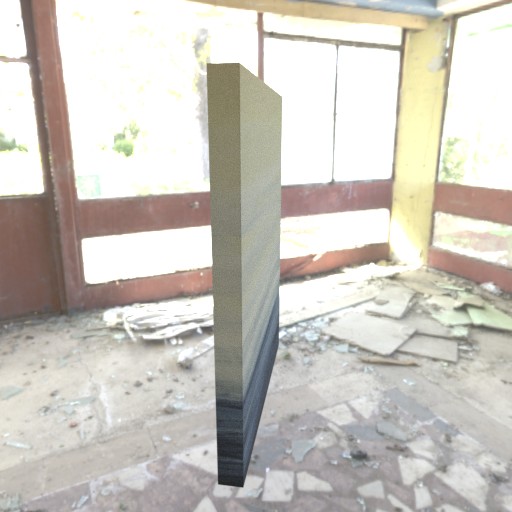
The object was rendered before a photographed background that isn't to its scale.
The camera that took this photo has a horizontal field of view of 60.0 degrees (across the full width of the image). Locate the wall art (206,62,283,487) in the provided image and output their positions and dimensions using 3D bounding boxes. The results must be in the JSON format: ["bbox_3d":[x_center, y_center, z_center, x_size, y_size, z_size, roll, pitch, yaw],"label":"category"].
[{"bbox_3d":[0.000,0.000,0.840,0.040,0.608,0.489,2,15,9],"label":"wall art"}]
